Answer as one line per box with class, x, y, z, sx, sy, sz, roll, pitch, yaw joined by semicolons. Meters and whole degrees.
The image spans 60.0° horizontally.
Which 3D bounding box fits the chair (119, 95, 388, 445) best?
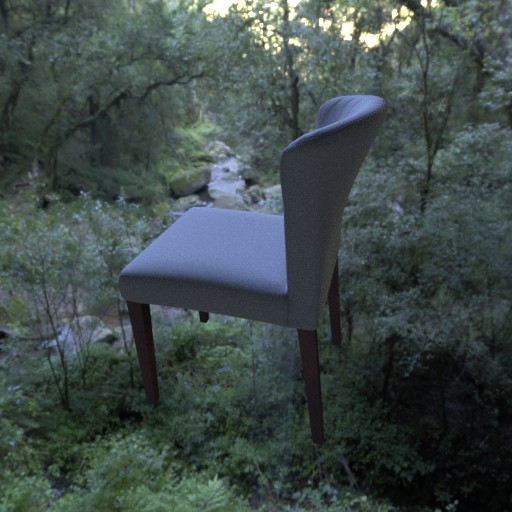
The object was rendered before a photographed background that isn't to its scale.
chair;0.000;0.000;1.219;0.592;0.839;0.491;8;29;14
